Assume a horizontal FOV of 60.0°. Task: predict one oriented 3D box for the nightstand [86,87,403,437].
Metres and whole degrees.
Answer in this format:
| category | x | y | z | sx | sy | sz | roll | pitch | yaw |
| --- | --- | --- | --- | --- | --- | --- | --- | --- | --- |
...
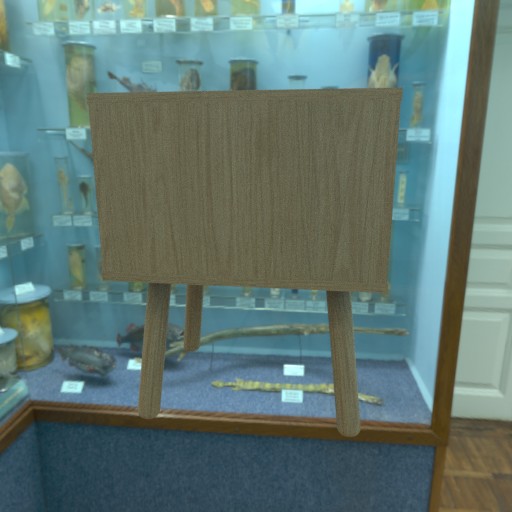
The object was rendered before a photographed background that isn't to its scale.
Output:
| category | x | y | z | sx | sy | sz | roll | pitch | yaw |
| --- | --- | --- | --- | --- | --- | --- | --- | --- | --- |
| nightstand | 0.000 | 0.000 | 0.872 | 0.450 | 0.571 | 0.380 | 2 | 14 | 8 |
